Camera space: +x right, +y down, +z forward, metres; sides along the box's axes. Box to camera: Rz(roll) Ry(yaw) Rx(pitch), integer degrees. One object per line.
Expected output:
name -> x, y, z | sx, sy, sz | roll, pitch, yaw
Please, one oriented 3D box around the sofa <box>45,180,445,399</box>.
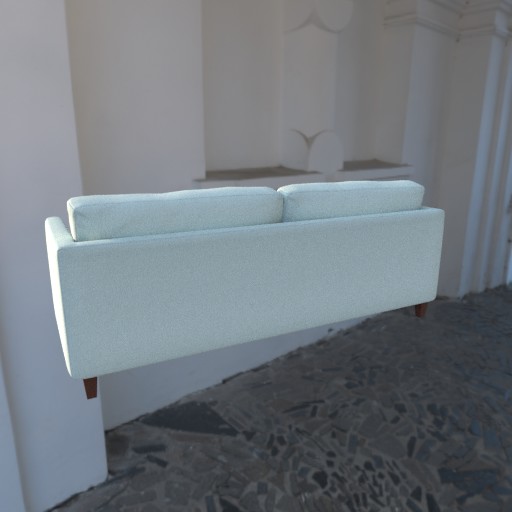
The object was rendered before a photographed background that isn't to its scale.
sofa -> 0.000, 0.000, 2.900 | 2.434, 0.965, 0.948 | -7, 16, -27
